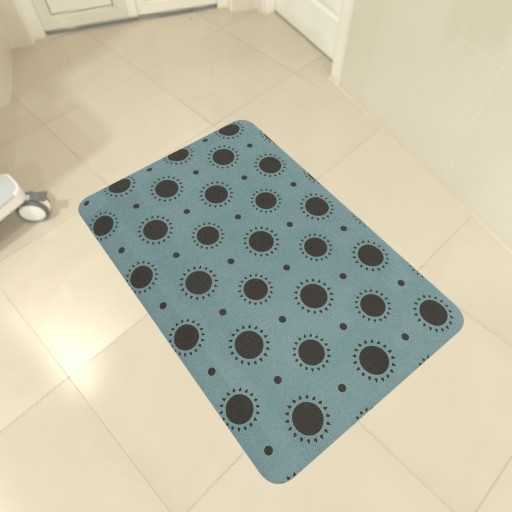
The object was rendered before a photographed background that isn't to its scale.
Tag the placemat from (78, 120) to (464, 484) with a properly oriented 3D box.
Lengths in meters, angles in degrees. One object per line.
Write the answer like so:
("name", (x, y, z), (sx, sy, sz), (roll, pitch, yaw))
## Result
("placemat", (0.000, 0.000, 0.962), (0.508, 0.021, 0.762), (-33, 63, -19))
